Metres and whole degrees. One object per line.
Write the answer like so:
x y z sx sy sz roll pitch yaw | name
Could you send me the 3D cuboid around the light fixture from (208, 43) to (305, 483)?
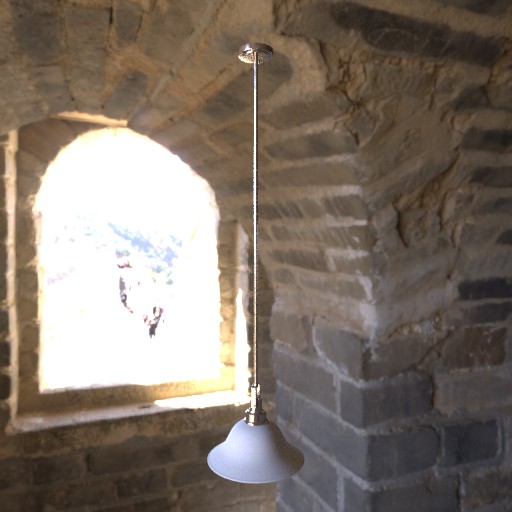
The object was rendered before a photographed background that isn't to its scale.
0.000 0.000 1.473 0.324 1.354 0.324 0 1 17 | light fixture
